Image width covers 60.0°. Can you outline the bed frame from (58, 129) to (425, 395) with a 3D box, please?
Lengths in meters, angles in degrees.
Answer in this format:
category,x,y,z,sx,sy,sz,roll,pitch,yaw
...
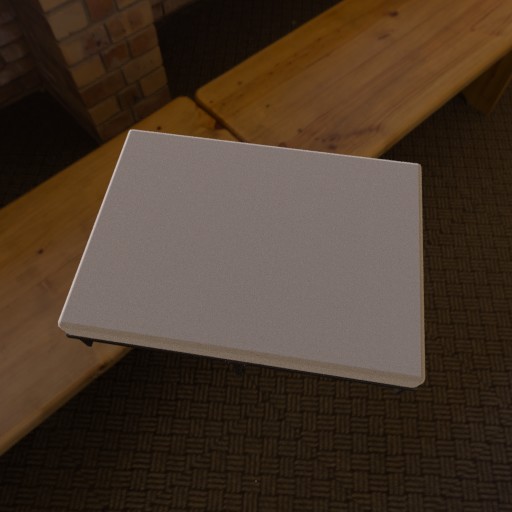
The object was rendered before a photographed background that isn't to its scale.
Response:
category,x,y,z,sx,sy,sz,roll,pitch,yaw
bed frame,0.000,0.000,3.789,2.842,0.680,2.205,14,64,7
